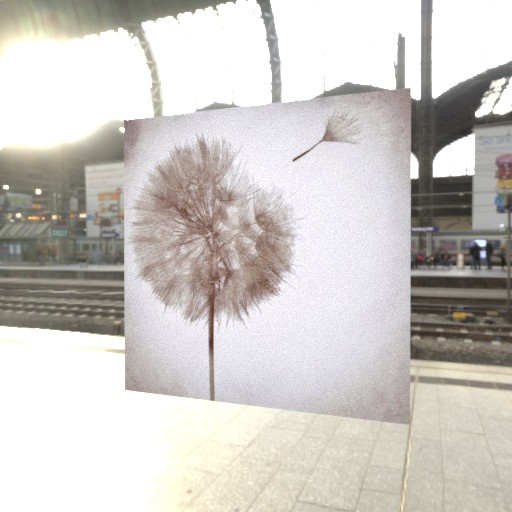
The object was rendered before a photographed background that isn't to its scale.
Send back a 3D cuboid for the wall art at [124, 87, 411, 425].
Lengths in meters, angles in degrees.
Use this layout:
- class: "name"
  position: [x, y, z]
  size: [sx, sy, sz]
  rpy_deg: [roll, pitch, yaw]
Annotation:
- class: "wall art"
  position: [0.000, 0.000, 0.460]
  size: [0.303, 0.303, 0.028]
  rpy_deg: [0, 1, 19]
